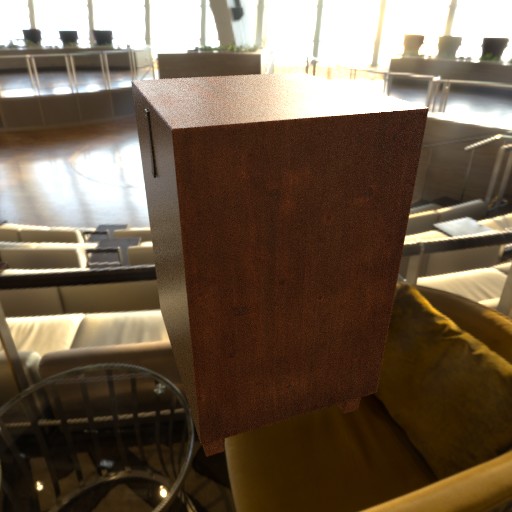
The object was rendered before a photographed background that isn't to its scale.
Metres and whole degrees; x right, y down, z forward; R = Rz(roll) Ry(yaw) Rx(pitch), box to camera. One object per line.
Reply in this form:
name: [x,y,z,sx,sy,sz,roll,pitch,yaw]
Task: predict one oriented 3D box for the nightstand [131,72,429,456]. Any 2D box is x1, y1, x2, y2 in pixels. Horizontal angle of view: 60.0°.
nightstand: [0.000,0.000,0.990,0.410,0.695,0.465,-10,31,-17]
